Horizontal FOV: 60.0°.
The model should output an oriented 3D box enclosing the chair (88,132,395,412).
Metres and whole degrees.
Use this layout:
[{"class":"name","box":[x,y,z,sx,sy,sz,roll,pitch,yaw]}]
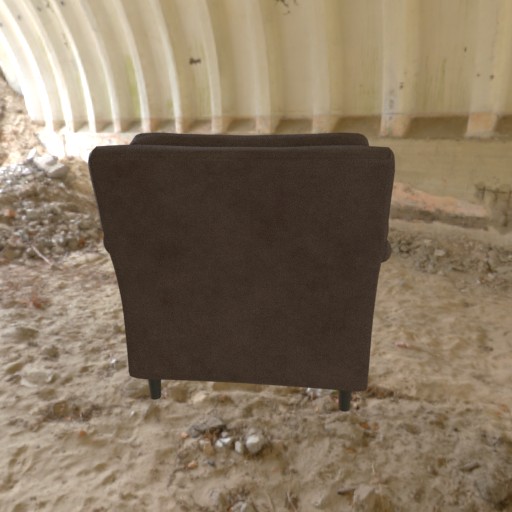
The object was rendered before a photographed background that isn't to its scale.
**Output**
[{"class":"chair","box":[0.000,0.000,1.855,0.955,0.997,1.070,2,16,6]}]
